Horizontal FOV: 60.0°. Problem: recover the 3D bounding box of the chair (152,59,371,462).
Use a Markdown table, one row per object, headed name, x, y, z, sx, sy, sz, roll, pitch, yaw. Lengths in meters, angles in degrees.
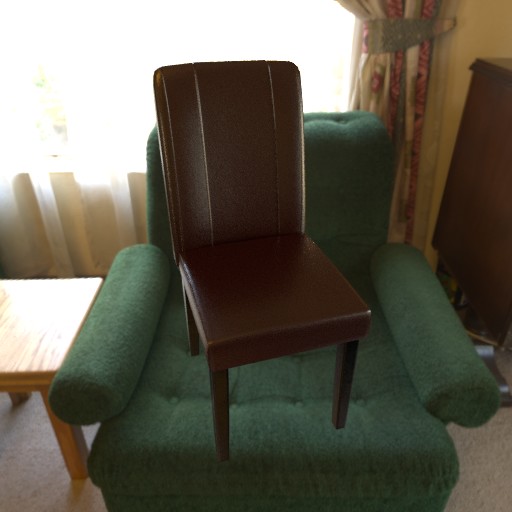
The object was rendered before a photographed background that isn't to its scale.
| name | x | y | z | sx | sy | sz | roll | pitch | yaw |
| --- | --- | --- | --- | --- | --- | --- | --- | --- | --- |
| chair | 0.000 | 0.000 | 1.180 | 0.399 | 0.897 | 0.556 | -9 | 32 | -15 |
